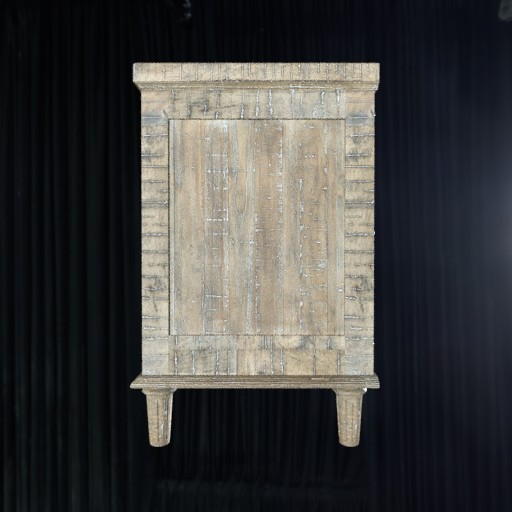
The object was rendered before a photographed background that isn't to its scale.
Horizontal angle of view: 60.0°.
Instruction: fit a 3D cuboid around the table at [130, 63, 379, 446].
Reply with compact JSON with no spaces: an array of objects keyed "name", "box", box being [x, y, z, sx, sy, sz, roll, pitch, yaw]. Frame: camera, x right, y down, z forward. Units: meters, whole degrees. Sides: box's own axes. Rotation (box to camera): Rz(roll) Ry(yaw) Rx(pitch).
[{"name":"table","box":[0.000,0.000,1.142,0.457,0.711,0.686,0,1,0]}]
